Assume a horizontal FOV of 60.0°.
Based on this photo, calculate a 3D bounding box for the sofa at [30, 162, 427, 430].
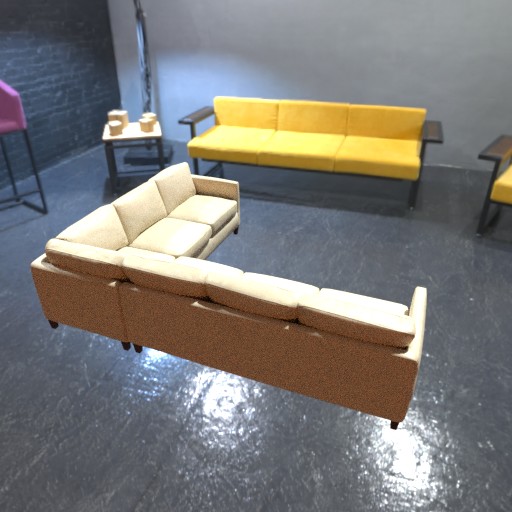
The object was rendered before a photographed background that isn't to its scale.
[{"bbox_3d":[0.000,0.000,4.493,3.302,0.947,2.593,11,32,18],"label":"sofa"}]
